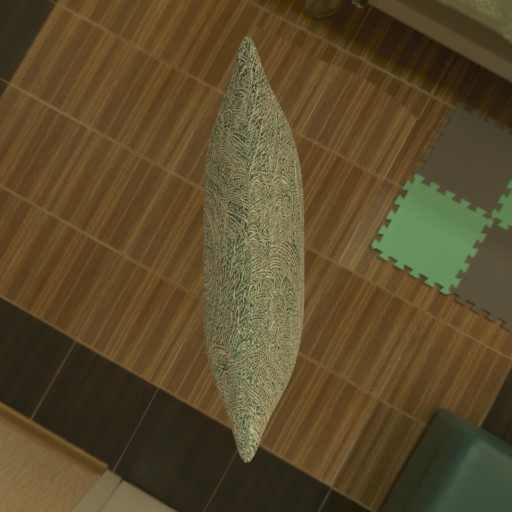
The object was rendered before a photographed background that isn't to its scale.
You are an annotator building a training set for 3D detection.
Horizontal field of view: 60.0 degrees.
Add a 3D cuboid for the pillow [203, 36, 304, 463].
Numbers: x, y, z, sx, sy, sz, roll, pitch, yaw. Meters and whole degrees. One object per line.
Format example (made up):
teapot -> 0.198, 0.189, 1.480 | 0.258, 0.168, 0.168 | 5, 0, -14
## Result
pillow -> 0.000, 0.000, 0.790 | 0.166, 0.507, 0.526 | 0, 87, 1
